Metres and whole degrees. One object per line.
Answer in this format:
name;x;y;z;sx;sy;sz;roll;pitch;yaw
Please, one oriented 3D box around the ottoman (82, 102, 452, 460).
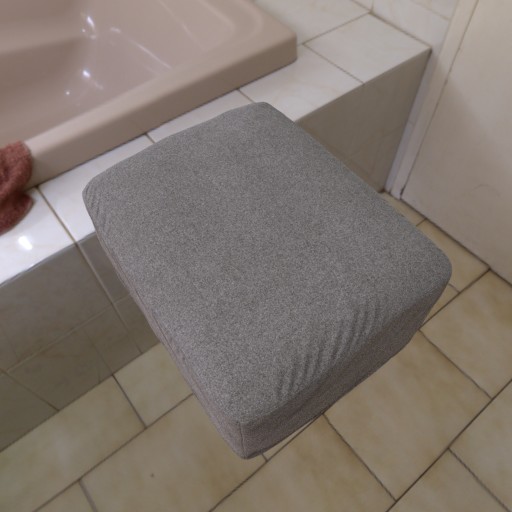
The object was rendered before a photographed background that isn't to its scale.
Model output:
ottoman;0.000;0.000;1.268;0.683;0.481;0.837;-31;62;-19
